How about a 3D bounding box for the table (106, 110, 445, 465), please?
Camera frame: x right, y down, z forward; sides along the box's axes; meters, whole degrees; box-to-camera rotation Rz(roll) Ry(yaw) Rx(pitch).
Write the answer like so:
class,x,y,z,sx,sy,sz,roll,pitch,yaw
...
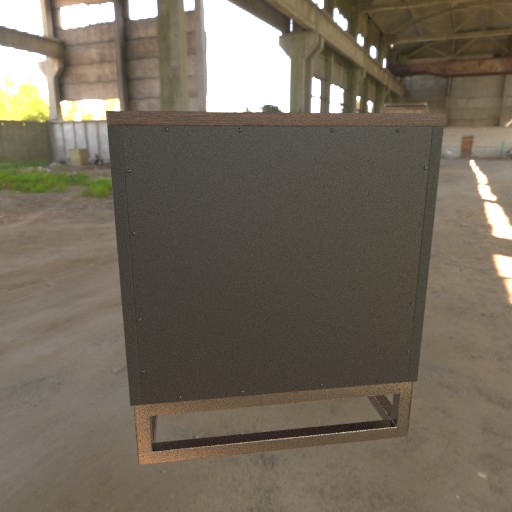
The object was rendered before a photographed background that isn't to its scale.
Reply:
class,x,y,z,sx,sy,sz,roll,pitch,yaw
table,0.000,0.000,0.991,0.506,0.582,0.566,-2,15,-8
